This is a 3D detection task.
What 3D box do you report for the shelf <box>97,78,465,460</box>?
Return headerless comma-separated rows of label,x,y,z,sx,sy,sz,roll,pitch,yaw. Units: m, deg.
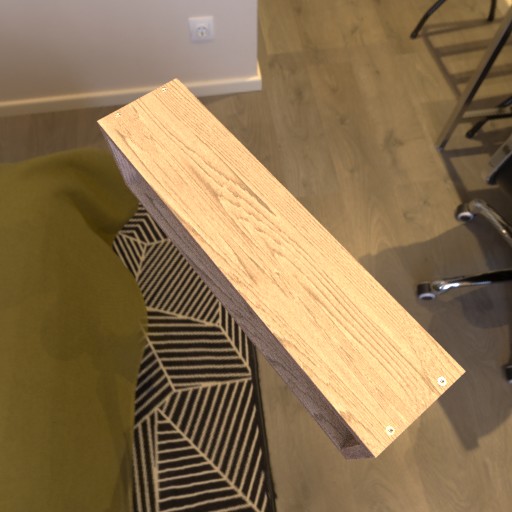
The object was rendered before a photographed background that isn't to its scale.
shelf,0.000,0.000,0.684,0.150,0.170,0.610,-36,69,-16
